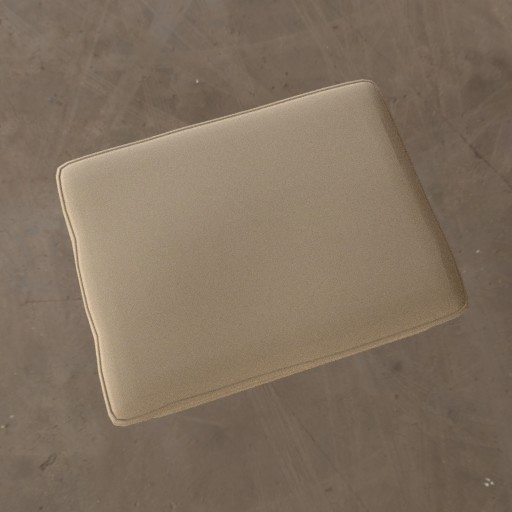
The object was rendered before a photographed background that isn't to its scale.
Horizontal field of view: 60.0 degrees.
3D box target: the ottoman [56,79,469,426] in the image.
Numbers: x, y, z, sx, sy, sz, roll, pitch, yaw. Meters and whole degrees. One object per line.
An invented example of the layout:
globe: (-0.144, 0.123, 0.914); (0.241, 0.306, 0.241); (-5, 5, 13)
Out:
ottoman: (0.000, 0.000, 1.173); (0.818, 0.485, 0.634); (-17, 77, -4)
